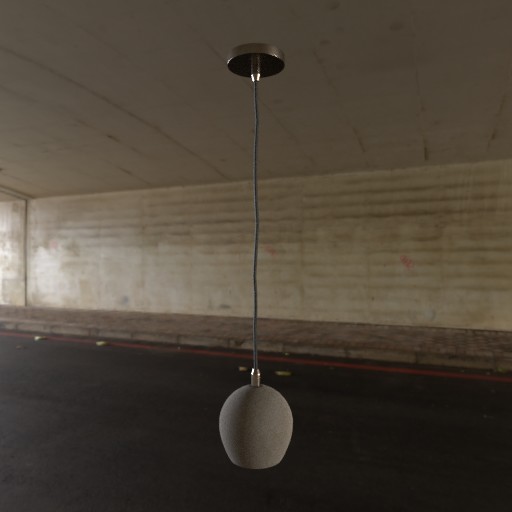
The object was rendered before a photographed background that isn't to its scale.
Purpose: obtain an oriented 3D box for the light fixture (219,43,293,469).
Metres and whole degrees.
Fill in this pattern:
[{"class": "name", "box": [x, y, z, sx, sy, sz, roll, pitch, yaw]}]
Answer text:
[{"class": "light fixture", "box": [0.000, 0.000, 0.846, 0.139, 0.764, 0.139, 0, -1, -35]}]
